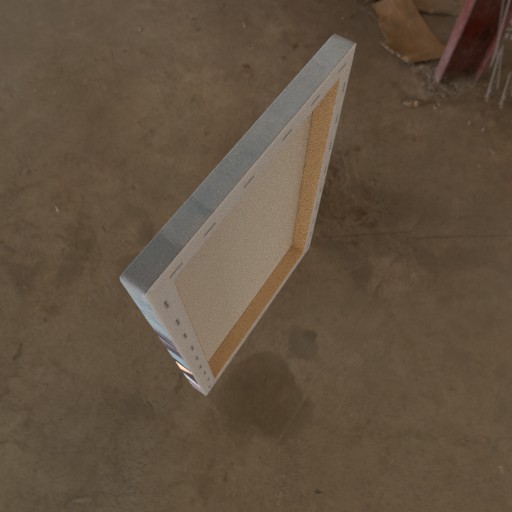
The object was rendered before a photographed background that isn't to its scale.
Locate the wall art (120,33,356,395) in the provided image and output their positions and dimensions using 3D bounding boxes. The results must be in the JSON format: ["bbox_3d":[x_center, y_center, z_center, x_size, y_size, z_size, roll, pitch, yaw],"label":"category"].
[{"bbox_3d":[0.000,0.000,0.809,0.037,0.613,0.455,31,67,14],"label":"wall art"}]
